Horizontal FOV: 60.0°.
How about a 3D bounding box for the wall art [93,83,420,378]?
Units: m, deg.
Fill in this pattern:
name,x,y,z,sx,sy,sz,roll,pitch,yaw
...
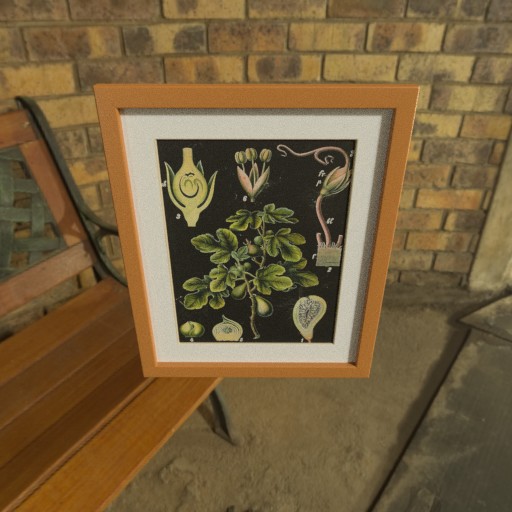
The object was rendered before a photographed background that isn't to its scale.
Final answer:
name,x,y,z,sx,sy,sz,roll,pitch,yaw
wall art,0.000,0.000,0.519,0.310,0.379,0.015,0,30,0
